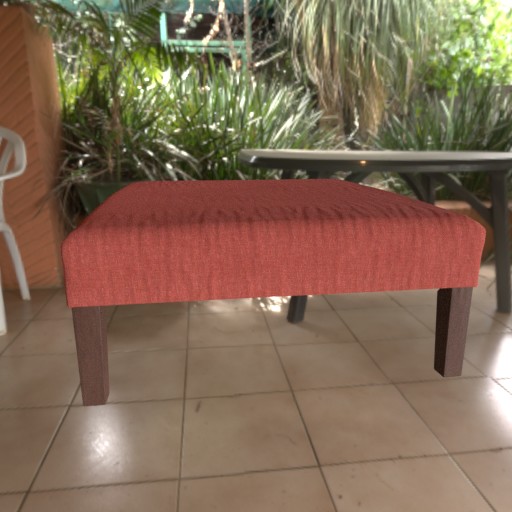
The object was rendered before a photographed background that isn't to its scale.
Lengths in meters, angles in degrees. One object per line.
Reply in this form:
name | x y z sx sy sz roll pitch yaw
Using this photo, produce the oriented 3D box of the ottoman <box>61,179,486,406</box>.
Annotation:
ottoman | 0.000 0.000 1.365 0.889 0.411 0.890 -2 15 -8
